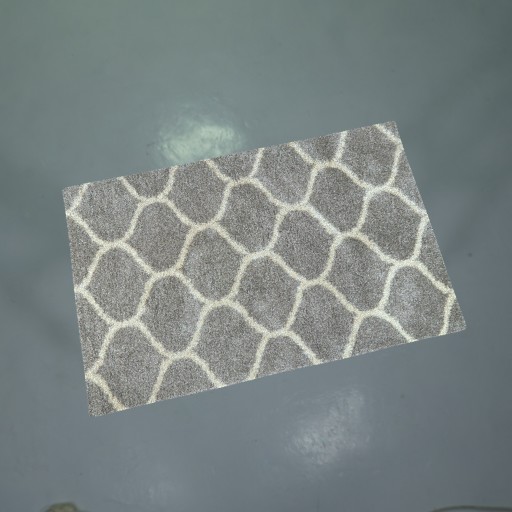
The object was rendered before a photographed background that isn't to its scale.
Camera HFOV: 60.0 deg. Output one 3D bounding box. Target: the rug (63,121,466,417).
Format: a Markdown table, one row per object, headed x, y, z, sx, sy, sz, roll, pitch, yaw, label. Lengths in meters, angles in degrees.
| x | y | z | sx | sy | sz | roll | pitch | yaw | label |
| --- | --- | --- | --- | --- | --- | --- | --- | --- | --- |
| 0.000 | 0.000 | 2.876 | 2.348 | 0.025 | 1.501 | -12 | 75 | -3 | rug |
